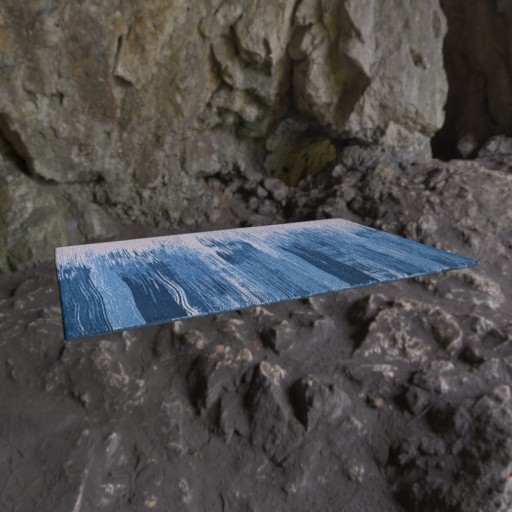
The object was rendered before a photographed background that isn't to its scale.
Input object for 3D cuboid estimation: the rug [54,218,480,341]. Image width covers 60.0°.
[{"bbox_3d":[0.000,0.000,2.966,2.450,0.027,1.540,-8,18,-24],"label":"rug"}]
